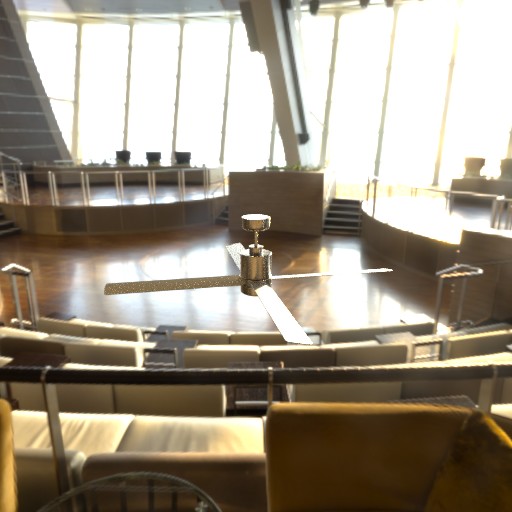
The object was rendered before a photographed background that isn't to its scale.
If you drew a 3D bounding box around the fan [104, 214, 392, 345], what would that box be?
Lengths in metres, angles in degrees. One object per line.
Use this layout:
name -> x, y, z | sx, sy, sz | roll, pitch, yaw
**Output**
fan -> 0.000, 0.000, 1.993 | 1.322, 0.355, 1.322 | -3, 16, -12
